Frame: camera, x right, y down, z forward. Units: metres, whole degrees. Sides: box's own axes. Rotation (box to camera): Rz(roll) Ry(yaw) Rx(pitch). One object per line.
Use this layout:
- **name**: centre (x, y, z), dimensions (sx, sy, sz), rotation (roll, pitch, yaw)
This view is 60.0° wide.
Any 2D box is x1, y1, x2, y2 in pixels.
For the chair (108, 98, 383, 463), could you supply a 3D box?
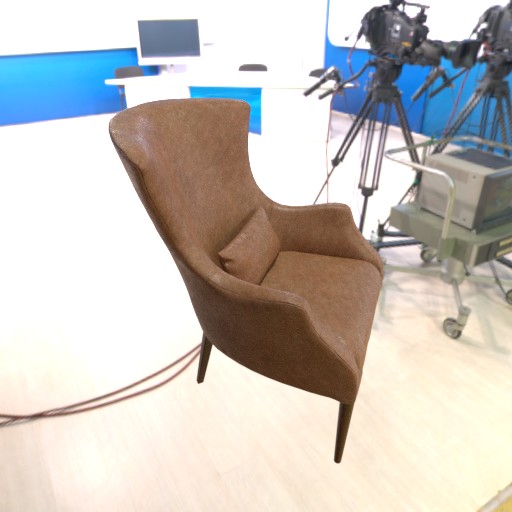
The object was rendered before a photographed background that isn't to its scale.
- **chair**: centre (0.000, 0.000, 1.728), dimensions (0.955, 1.067, 0.846), rotation (11, 32, 17)
